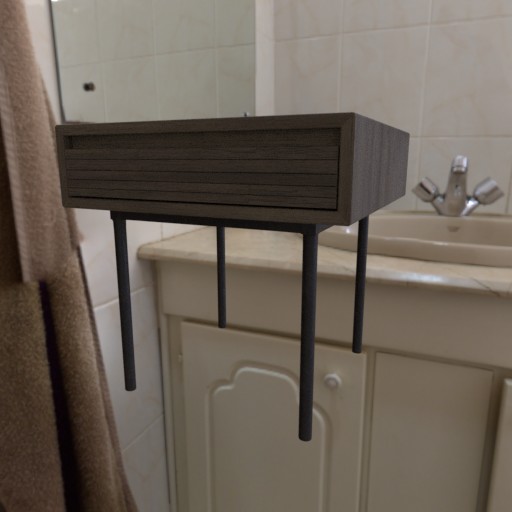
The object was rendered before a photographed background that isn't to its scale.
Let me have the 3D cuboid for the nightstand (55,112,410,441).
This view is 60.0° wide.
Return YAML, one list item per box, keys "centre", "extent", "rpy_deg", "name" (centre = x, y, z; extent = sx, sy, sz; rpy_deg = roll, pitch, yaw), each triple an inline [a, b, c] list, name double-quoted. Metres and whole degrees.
- centre: [0.000, 0.000, 0.902]
  extent: [0.502, 0.497, 0.503]
  rpy_deg: [6, 14, 25]
  name: "nightstand"
